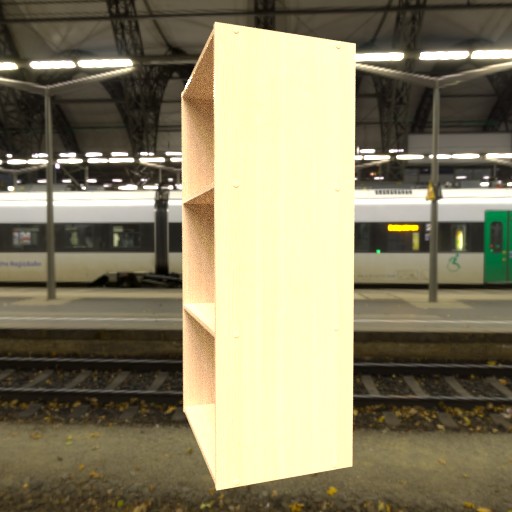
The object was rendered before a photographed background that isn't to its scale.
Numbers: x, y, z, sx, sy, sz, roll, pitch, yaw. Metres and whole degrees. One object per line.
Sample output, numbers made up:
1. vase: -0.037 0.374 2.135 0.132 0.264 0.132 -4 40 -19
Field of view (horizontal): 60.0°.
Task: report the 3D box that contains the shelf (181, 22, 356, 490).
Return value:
1. shelf: 0.000 0.000 1.071 0.292 0.876 0.417 -1 2 -18
